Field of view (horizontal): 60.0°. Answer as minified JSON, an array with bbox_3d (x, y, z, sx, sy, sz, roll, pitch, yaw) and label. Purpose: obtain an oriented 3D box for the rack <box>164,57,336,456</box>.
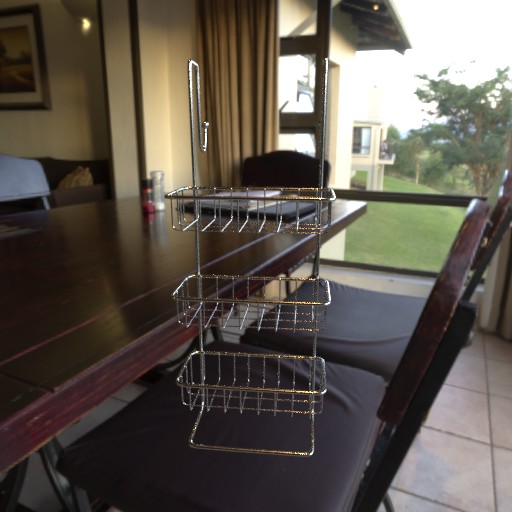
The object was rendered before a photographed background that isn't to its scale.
[{"bbox_3d":[0.000,0.000,0.692,0.228,0.574,0.202,2,15,6],"label":"rack"}]
